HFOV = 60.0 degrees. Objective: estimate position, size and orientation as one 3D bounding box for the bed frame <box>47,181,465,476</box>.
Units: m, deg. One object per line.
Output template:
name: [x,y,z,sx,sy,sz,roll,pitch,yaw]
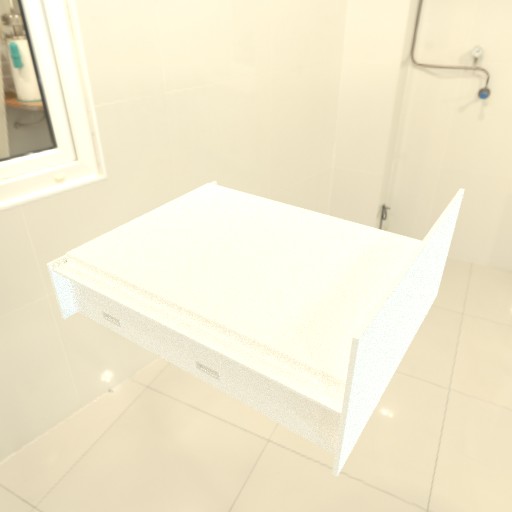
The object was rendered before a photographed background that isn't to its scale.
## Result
bed frame: [0.000,0.000,2.791,1.960,0.800,1.622,19,36,29]
